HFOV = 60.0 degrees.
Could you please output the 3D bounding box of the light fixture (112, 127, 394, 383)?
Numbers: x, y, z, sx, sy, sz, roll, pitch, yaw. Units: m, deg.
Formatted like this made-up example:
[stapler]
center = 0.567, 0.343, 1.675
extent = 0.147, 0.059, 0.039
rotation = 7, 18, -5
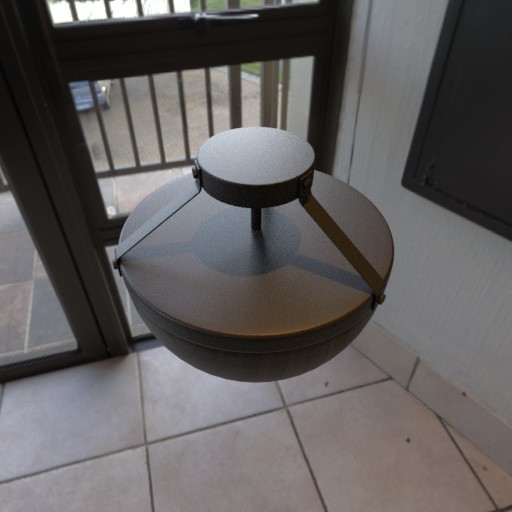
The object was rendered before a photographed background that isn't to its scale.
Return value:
[light fixture]
center = 0.000, 0.000, 0.523
extent = 0.304, 0.269, 0.304
rotation = 0, 42, 0
